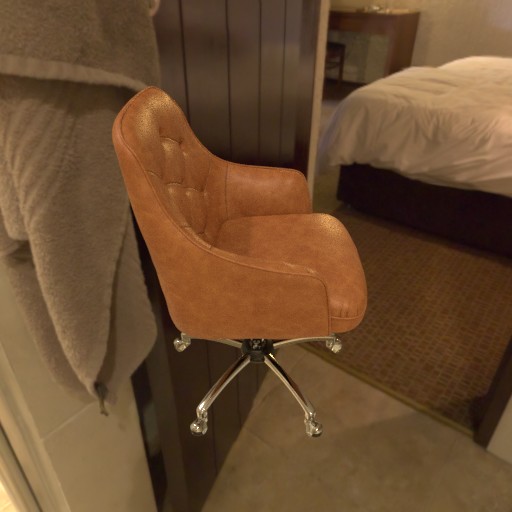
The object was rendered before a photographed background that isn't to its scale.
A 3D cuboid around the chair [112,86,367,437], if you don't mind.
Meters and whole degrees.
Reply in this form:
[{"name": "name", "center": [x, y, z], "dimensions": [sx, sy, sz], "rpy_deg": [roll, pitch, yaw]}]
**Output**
[{"name": "chair", "center": [0.000, 0.000, 1.301], "dimensions": [0.615, 0.909, 0.628], "rpy_deg": [1, 33, 1]}]
